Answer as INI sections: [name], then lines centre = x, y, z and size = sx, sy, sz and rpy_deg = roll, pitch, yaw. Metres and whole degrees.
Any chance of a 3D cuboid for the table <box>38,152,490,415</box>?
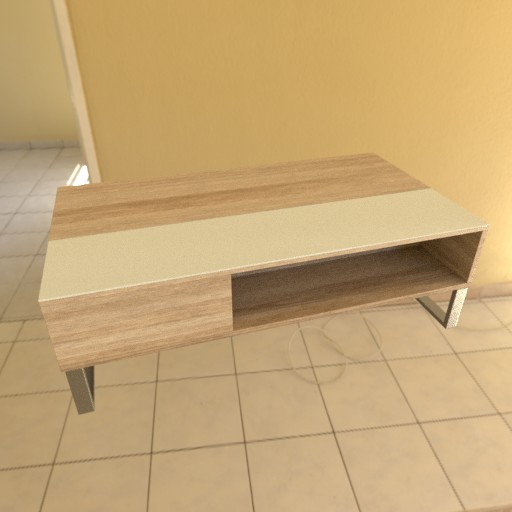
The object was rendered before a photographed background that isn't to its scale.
[table]
centre = 0.000, 0.000, 1.360
size = 1.100, 0.350, 0.600
rpy_deg = -9, 33, -15
